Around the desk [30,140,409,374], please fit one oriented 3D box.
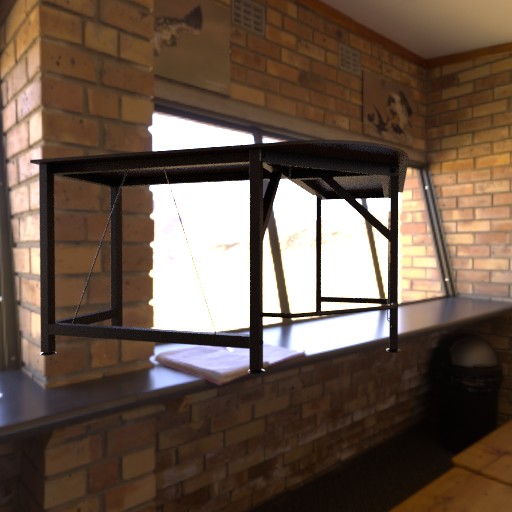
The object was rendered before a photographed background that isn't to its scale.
[{"bbox_3d":[0.000,0.000,2.186,1.400,0.762,1.400,0,1,17],"label":"desk"}]
